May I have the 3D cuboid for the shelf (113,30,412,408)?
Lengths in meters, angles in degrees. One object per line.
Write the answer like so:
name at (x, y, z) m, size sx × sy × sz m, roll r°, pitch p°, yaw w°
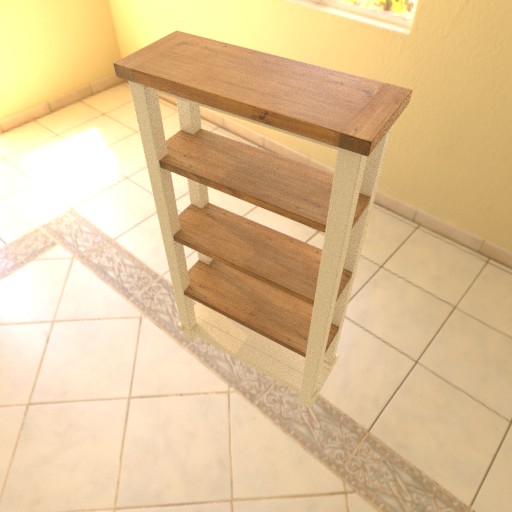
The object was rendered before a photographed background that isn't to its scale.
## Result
shelf at (0.000, 0.000, 2.265) m, size 1.022 × 1.878 × 0.381 m, roll 24°, pitch 51°, yaw 21°
